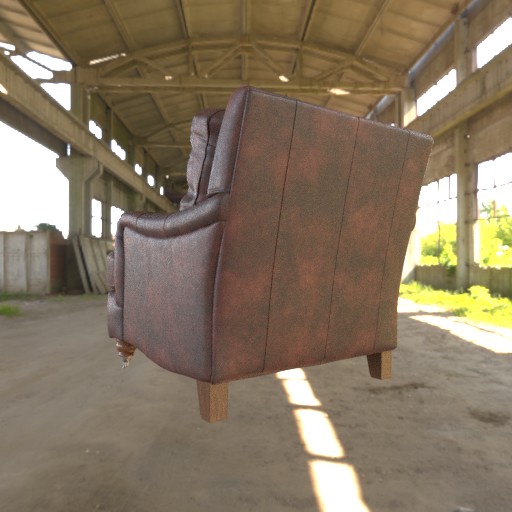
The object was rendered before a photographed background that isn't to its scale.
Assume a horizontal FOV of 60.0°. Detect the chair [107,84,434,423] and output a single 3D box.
[{"bbox_3d":[0.000,0.000,1.912,0.987,1.051,1.156,0,0,-36],"label":"chair"}]
